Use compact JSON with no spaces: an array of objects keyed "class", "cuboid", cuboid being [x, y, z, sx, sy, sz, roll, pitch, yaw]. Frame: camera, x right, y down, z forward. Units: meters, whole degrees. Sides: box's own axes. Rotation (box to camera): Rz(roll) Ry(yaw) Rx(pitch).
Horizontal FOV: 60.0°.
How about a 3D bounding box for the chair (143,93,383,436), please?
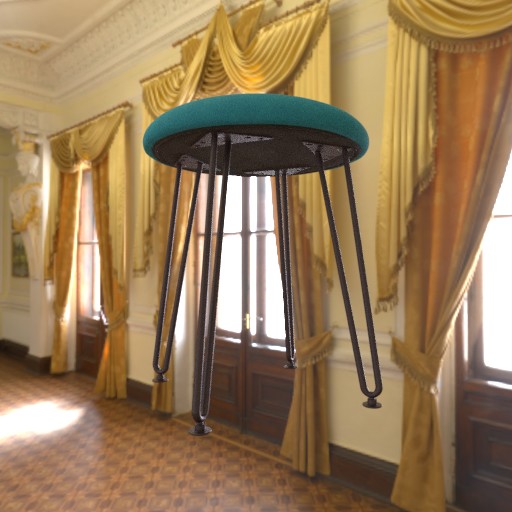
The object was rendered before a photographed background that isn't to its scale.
[{"class":"chair","cuboid":[0.000,0.000,0.704,0.350,0.430,0.350,1,-1,-35]}]
